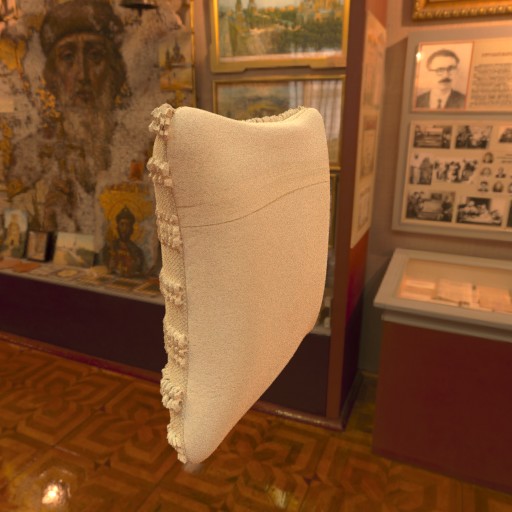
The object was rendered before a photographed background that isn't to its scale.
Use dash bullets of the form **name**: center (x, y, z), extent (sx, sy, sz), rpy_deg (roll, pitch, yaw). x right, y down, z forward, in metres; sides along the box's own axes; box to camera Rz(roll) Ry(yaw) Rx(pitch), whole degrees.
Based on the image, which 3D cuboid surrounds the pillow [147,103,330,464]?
- **pillow**: center (0.000, 0.000, 0.655), extent (0.145, 0.427, 0.437), rpy_deg (8, 20, 24)
